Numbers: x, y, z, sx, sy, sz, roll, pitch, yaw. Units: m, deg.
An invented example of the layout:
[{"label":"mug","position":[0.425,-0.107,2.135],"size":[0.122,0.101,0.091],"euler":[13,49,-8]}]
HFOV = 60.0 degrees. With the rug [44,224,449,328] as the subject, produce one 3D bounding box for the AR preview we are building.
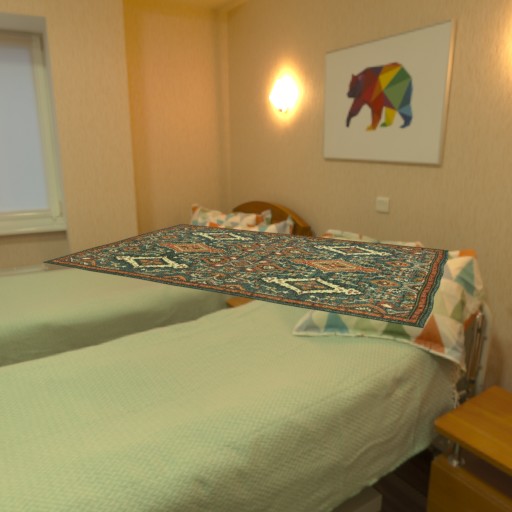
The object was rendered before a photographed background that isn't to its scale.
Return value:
[{"label":"rug","position":[0.000,0.000,4.325],"size":[3.371,0.008,2.190],"euler":[7,16,26]}]
